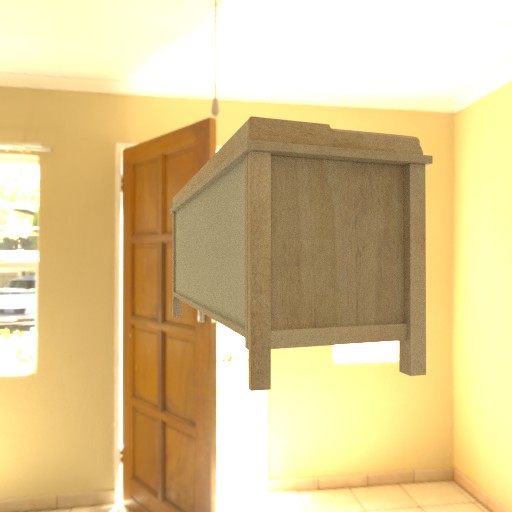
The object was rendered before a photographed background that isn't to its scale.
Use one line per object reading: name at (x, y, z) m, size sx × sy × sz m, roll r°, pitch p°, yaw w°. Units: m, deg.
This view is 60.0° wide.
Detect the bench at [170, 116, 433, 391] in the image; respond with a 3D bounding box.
bench at (0.000, 0.000, 1.393) m, size 0.398 × 0.501 × 1.140 m, roll 0°, pitch -1°, yaw -18°
